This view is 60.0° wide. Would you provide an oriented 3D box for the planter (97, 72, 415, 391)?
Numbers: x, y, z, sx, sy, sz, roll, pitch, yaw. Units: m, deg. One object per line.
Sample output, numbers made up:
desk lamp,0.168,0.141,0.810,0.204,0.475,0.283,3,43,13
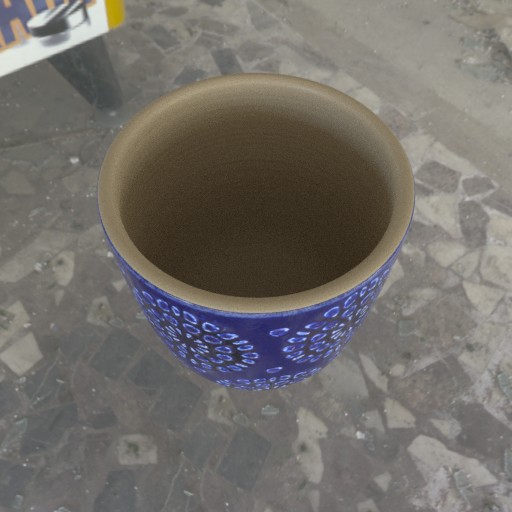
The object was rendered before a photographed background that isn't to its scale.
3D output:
planter,0.000,0.000,0.198,0.109,0.112,0.109,0,58,0
